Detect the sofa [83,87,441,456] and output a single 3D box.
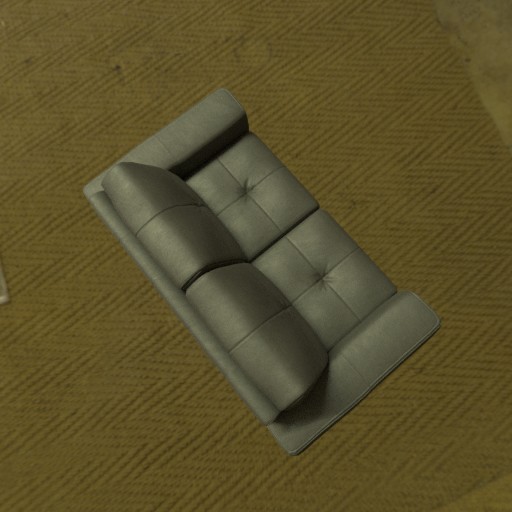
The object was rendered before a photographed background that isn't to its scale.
[{"bbox_3d":[0.000,0.000,2.384,1.018,0.907,1.806,-39,79,-9],"label":"sofa"}]
